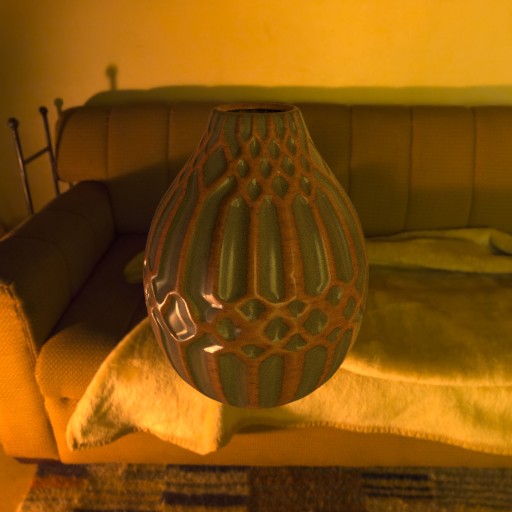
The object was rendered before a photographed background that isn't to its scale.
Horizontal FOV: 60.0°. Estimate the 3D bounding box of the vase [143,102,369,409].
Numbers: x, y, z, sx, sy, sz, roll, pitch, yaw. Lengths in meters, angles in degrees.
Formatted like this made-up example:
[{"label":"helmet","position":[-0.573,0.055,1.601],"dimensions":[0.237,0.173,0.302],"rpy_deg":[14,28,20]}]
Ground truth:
[{"label":"vase","position":[0.000,0.000,0.137],"dimensions":[0.069,0.088,0.069],"rpy_deg":[0,26,0]}]
